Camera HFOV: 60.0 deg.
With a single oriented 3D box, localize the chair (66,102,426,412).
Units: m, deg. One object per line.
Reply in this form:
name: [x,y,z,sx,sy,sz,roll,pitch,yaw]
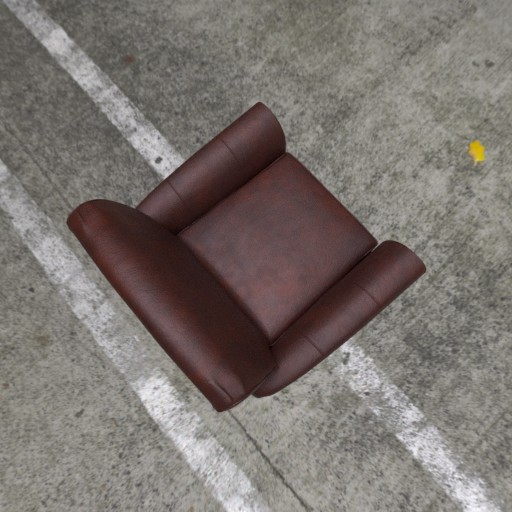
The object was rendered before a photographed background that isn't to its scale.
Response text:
chair: [0.000,0.000,1.774,0.902,1.061,0.978,-40,78,-10]
